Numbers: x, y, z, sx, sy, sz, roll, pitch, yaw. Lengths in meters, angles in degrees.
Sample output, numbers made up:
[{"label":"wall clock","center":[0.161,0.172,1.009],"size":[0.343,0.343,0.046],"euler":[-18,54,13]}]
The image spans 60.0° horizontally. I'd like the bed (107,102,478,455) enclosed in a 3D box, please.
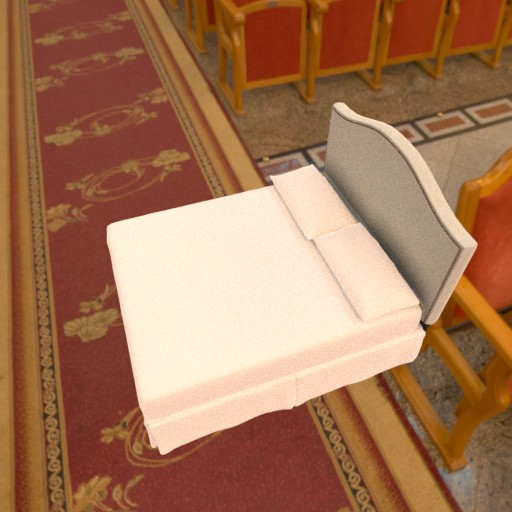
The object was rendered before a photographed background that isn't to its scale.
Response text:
[{"label":"bed","center":[0.000,0.000,3.339],"size":[2.180,1.607,1.813],"euler":[-15,50,-13]}]
